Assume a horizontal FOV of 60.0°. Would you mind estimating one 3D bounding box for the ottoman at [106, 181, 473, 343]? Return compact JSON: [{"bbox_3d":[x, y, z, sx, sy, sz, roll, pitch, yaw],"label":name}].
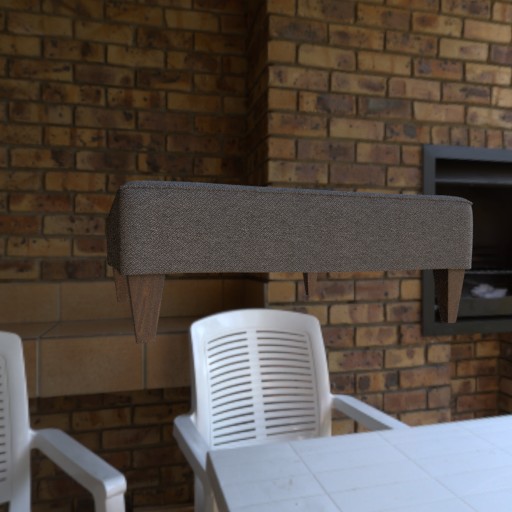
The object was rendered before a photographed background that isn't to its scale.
[{"bbox_3d":[0.000,0.000,1.540,0.970,0.378,0.981,0,0,-20],"label":"ottoman"}]
